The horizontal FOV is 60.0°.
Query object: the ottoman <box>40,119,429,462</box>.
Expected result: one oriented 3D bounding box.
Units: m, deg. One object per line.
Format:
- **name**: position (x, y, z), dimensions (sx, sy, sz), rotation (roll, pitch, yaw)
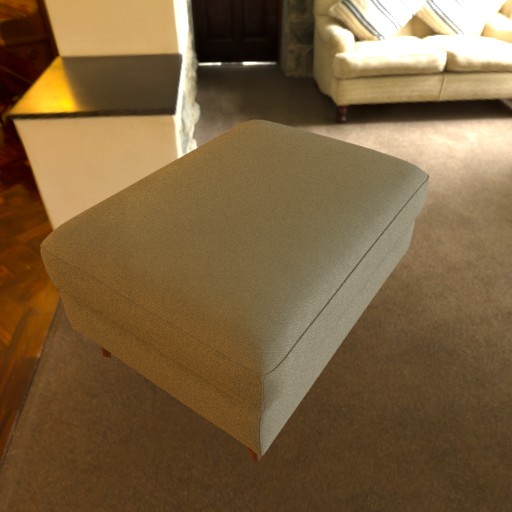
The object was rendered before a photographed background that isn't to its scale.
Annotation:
- **ottoman**: position (0.000, 0.000, 1.141), dimensions (0.608, 0.449, 0.811), rotation (24, 45, 26)
